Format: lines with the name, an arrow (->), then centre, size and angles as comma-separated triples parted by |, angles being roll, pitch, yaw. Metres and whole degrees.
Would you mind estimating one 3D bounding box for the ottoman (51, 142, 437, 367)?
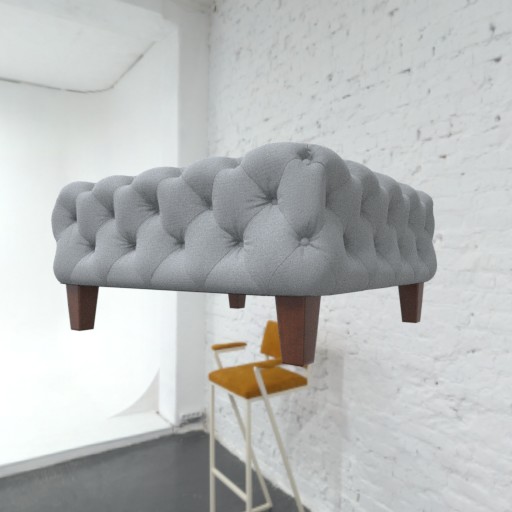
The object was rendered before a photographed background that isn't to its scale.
ottoman -> 0.000, 0.000, 1.167 | 0.764, 0.365, 0.758 | 0, -1, 36
